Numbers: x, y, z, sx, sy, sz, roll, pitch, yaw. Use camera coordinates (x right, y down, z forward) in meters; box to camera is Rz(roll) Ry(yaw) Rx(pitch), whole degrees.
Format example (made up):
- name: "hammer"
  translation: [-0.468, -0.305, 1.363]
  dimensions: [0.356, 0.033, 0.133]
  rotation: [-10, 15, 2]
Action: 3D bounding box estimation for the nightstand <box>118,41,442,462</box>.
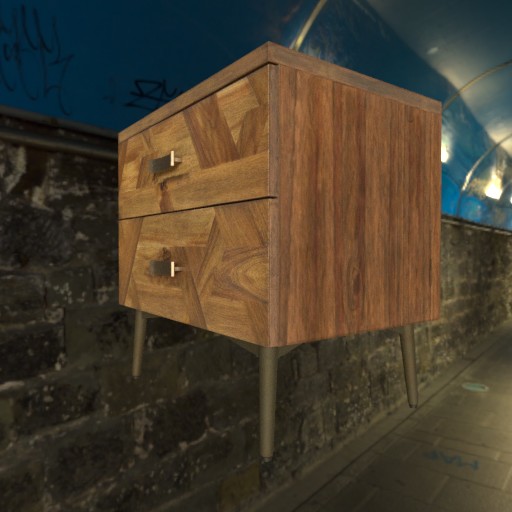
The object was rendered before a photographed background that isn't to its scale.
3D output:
- name: "nightstand"
  translation: [0.000, 0.000, 0.986]
  dimensions: [0.458, 0.610, 0.610]
  rotation: [-1, 1, -36]
